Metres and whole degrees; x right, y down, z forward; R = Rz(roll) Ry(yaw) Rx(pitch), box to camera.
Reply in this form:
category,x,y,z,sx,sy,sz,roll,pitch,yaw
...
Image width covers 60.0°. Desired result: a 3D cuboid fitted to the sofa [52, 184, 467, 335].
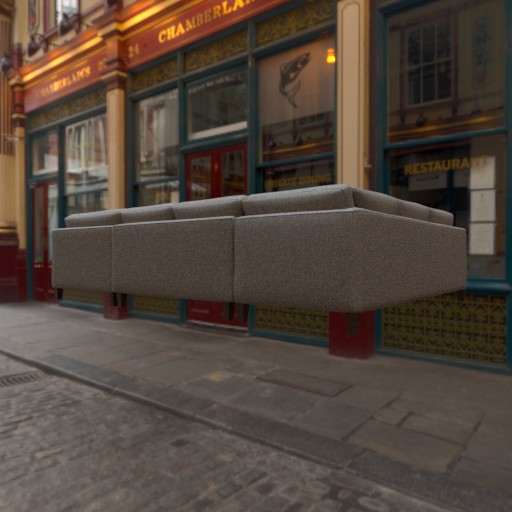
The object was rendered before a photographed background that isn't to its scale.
category,x,y,z,sx,sy,sz,roll,pitch,yaw
sofa,0.000,0.000,4.462,3.403,0.889,2.551,0,0,38
